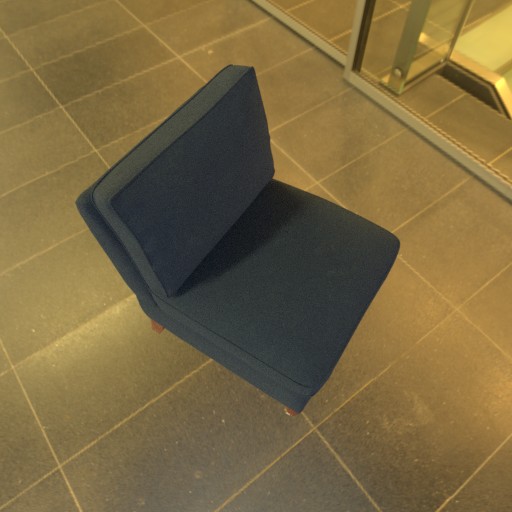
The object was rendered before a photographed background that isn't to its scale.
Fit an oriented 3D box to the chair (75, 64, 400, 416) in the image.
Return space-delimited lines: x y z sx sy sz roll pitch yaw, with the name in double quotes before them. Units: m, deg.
"chair" 0.000 0.000 1.693 0.912 1.052 0.724 29 62 17
